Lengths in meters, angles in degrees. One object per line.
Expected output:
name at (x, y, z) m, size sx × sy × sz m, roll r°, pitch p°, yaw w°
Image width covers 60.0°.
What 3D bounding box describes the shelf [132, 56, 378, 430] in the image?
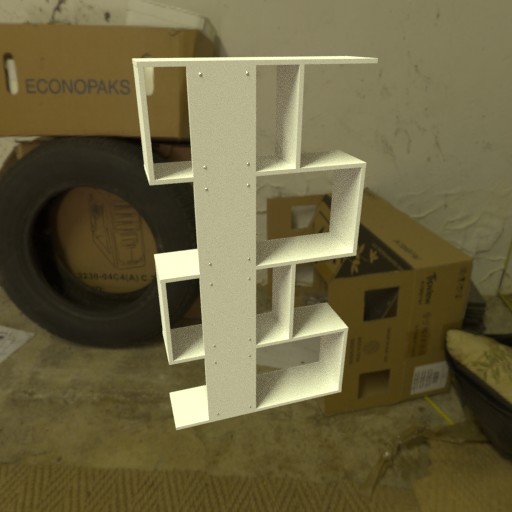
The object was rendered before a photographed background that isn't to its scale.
shelf at (0.000, 0.000, 2.025) m, size 0.890 × 1.650 × 0.250 m, roll -8°, pitch 27°, yaw -15°
